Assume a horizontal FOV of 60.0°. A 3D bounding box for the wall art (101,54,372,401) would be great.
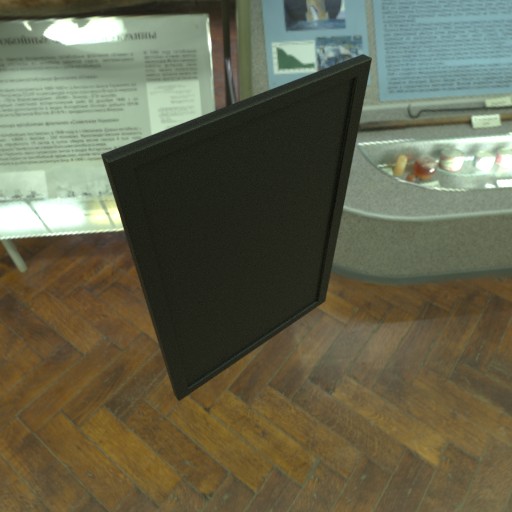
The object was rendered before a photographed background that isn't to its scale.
[{"bbox_3d":[0.000,0.000,0.571,0.303,0.431,0.013,-30,54,-24],"label":"wall art"}]
